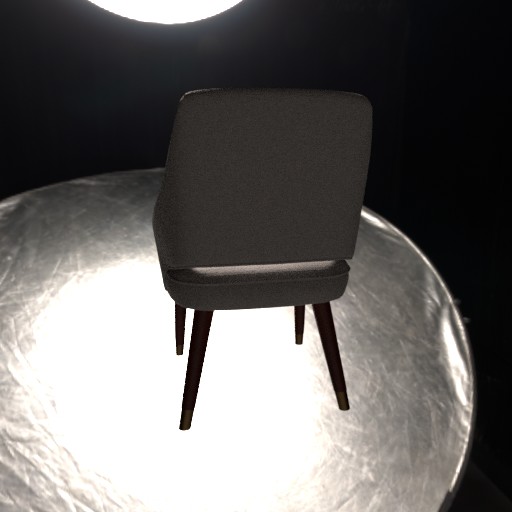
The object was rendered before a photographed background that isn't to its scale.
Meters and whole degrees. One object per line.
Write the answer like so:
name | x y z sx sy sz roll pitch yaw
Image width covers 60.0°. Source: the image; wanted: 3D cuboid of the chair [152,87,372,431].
chair | 0.000 0.000 1.337 0.609 0.889 0.600 -3 15 -11
